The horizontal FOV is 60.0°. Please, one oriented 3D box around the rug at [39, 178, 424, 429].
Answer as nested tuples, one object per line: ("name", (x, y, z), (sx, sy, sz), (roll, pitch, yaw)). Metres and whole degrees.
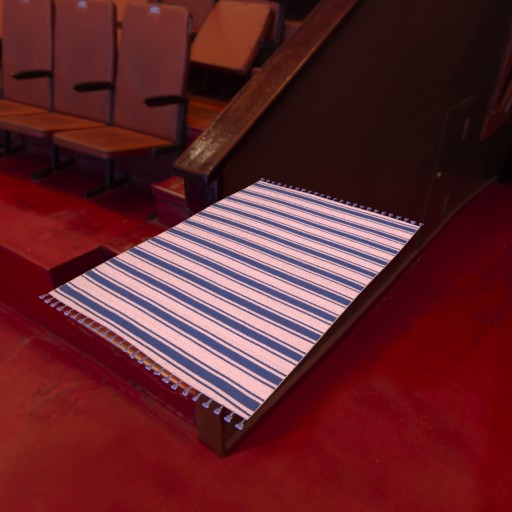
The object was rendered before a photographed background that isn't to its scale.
("rug", (0.000, 0.000, 3.048), (1.544, 0.010, 2.315), (22, 38, 30))
